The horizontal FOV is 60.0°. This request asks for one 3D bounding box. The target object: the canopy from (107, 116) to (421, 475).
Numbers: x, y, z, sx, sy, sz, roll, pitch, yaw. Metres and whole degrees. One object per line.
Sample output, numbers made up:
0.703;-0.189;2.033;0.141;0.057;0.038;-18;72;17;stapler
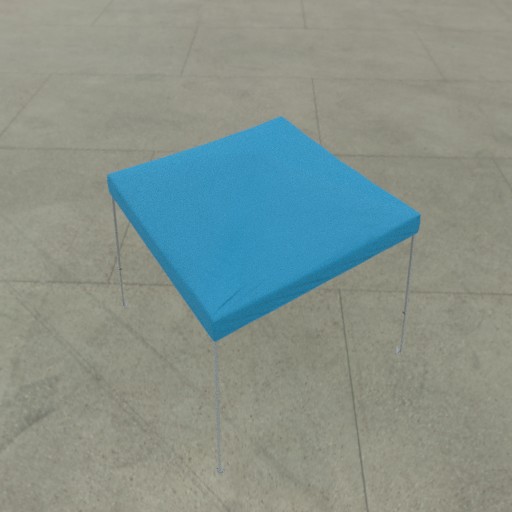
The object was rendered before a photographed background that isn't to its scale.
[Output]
0.000;0.000;6.606;3.600;3.600;3.599;-25;51;-23;canopy
